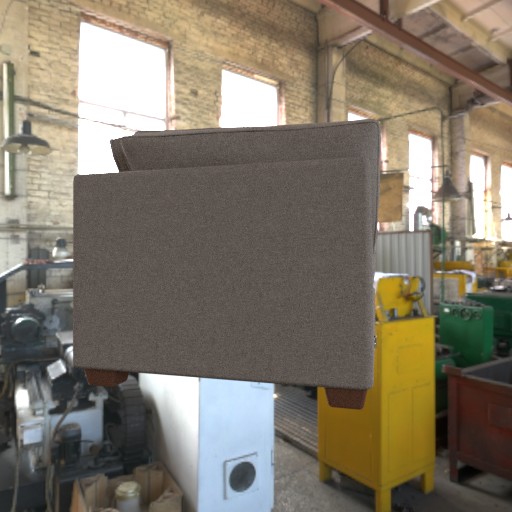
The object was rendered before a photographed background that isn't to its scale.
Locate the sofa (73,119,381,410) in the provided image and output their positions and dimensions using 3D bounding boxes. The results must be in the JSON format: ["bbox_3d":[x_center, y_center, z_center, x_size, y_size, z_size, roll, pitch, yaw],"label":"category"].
[{"bbox_3d":[0.000,0.000,1.912,1.050,0.951,1.042,0,0,17],"label":"sofa"}]
